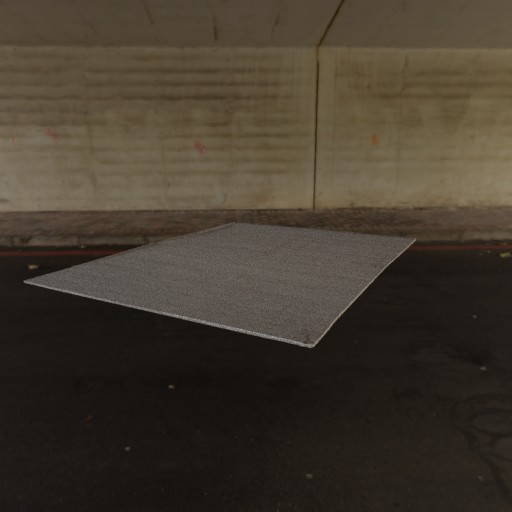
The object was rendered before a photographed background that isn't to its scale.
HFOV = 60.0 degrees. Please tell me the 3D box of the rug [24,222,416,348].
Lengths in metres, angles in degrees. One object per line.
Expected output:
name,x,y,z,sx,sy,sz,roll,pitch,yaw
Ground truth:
rug,0.000,0.000,5.039,2.873,0.053,3.778,8,16,28
